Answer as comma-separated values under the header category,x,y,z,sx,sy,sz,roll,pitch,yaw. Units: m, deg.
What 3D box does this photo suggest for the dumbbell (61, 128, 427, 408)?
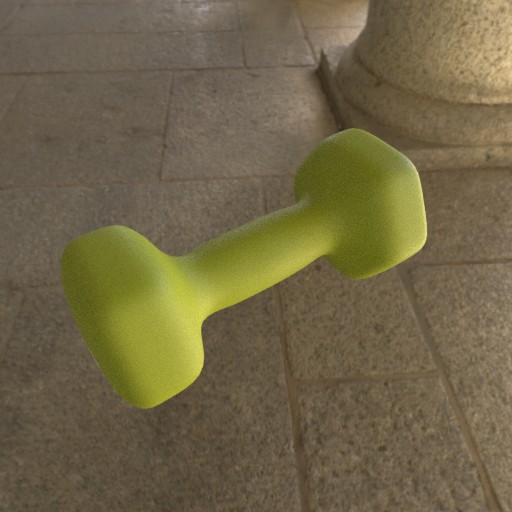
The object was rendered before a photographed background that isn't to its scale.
category,x,y,z,sx,sy,sz,roll,pitch,yaw
dumbbell,0.000,0.000,0.207,0.164,0.072,0.080,-26,52,-22
